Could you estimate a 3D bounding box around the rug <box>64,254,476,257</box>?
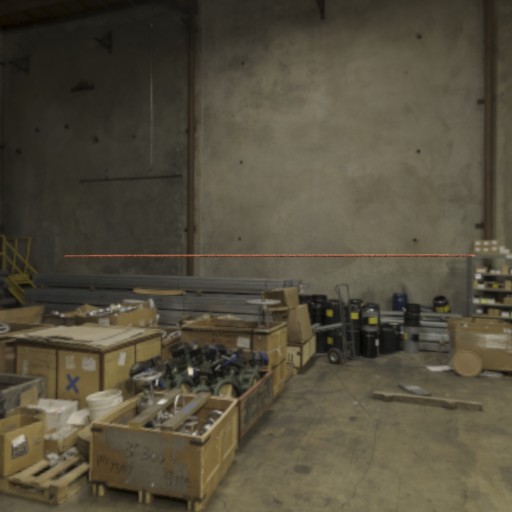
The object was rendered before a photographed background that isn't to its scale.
[{"bbox_3d":[0.000,0.000,2.776,2.471,0.013,0.914,0,0,19],"label":"rug"}]
